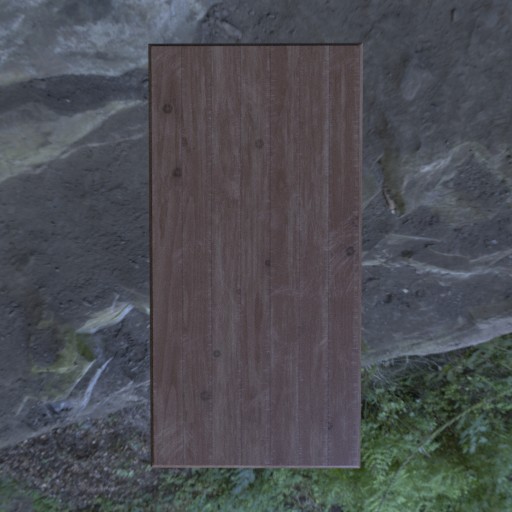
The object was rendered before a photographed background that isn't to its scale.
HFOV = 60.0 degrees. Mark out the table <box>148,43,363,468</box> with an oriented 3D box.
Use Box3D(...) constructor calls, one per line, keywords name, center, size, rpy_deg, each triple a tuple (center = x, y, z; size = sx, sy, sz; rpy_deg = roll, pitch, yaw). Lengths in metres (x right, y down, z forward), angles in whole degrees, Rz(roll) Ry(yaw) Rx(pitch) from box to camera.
Box3D(name="table", center=(0.000, 0.000, 1.383), size=(0.559, 0.458, 1.118), rpy_deg=(0, 91, 0))
